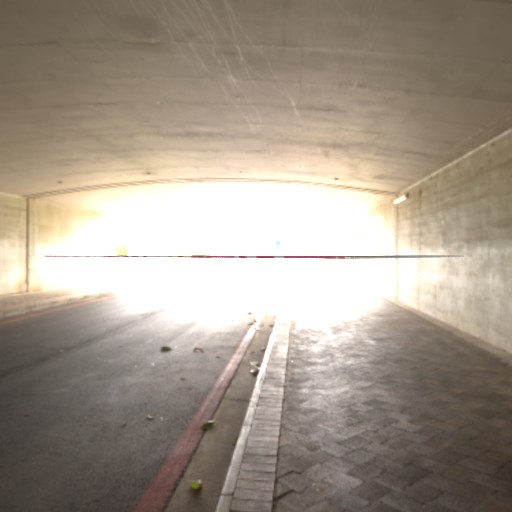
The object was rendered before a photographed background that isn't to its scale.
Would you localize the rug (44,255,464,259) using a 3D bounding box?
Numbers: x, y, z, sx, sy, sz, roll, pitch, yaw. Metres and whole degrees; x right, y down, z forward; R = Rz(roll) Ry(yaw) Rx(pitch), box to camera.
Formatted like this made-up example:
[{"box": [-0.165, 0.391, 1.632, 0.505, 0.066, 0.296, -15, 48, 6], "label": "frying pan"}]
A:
[{"box": [0.000, 0.000, 4.118, 3.095, 0.016, 2.441, 0, 0, 38], "label": "rug"}]
